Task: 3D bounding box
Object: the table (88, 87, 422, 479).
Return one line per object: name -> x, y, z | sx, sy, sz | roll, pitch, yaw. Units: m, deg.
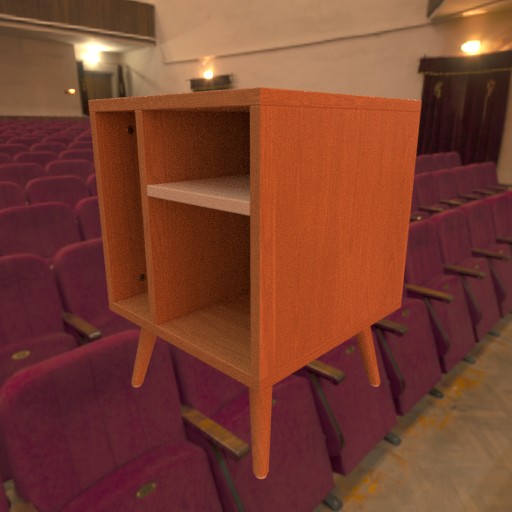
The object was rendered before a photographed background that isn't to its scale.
table -> 0.000, 0.000, 0.829 | 0.400, 0.550, 0.400 | 15, 22, 42
